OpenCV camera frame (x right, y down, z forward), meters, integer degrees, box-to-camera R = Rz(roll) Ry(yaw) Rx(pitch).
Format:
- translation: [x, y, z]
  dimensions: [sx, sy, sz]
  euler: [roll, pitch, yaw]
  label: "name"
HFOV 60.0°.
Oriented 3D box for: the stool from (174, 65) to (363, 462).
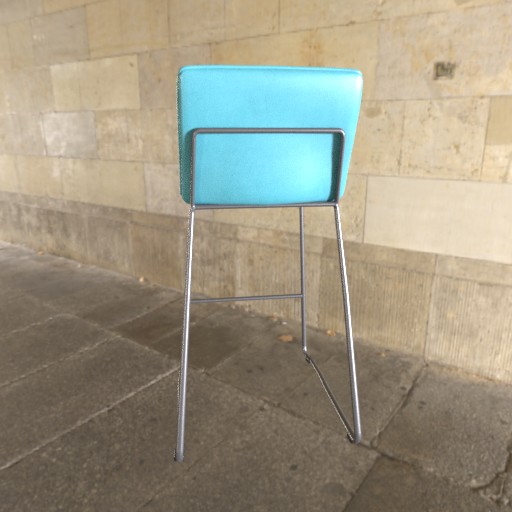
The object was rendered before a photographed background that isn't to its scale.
- translation: [0.000, 0.000, 1.253]
  dimensions: [0.489, 0.936, 0.524]
  euler: [-2, 16, -8]
  label: "stool"
